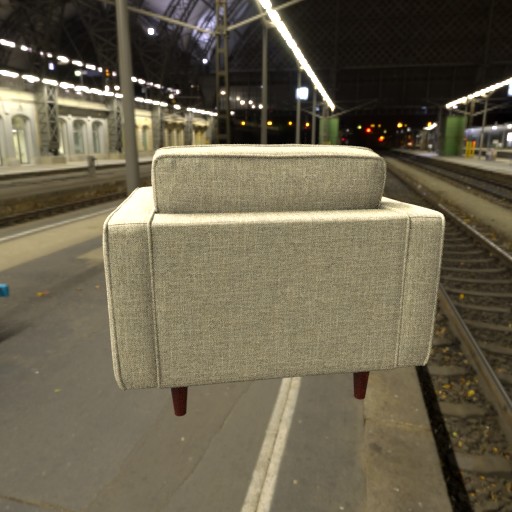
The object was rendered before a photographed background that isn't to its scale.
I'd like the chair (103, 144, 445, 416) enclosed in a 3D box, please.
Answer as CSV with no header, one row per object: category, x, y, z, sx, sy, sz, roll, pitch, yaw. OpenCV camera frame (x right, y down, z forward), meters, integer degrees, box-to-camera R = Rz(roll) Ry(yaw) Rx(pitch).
chair,0.000,0.000,1.559,0.889,0.765,0.914,-2,15,-9
